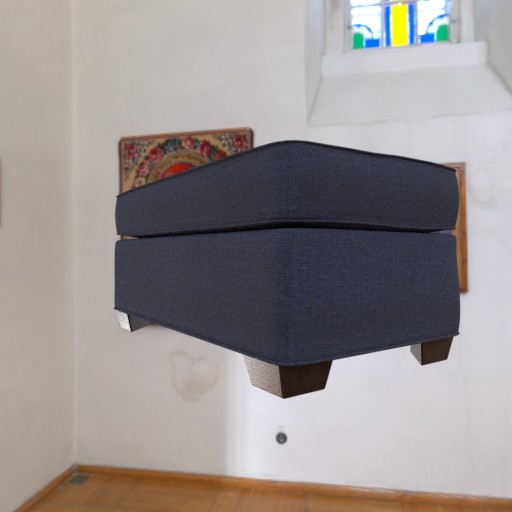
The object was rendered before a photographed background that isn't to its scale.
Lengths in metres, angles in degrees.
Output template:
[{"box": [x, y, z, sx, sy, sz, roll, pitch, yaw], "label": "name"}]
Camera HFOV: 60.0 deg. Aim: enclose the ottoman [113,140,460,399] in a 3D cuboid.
[{"box": [0.000, 0.000, 1.176, 0.505, 0.453, 0.895, 0, 1, -35], "label": "ottoman"}]
